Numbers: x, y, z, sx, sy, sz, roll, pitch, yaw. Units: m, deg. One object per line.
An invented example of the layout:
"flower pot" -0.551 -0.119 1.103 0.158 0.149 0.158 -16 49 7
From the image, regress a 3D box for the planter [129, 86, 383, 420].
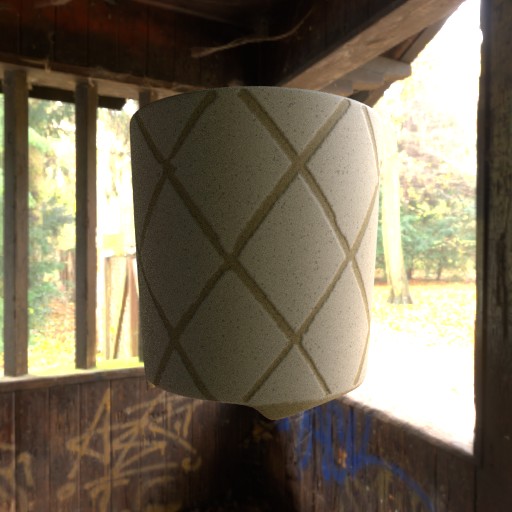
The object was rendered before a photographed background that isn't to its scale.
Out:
"planter" 0.000 0.000 0.416 0.228 0.235 0.228 0 1 0
